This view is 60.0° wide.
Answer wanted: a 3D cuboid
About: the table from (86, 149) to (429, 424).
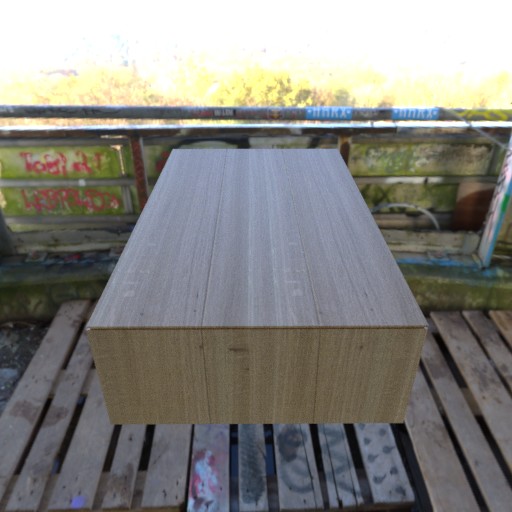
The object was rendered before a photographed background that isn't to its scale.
[{"bbox_3d":[0.000,0.000,1.439,0.678,0.353,1.110,0,31,0],"label":"table"}]
